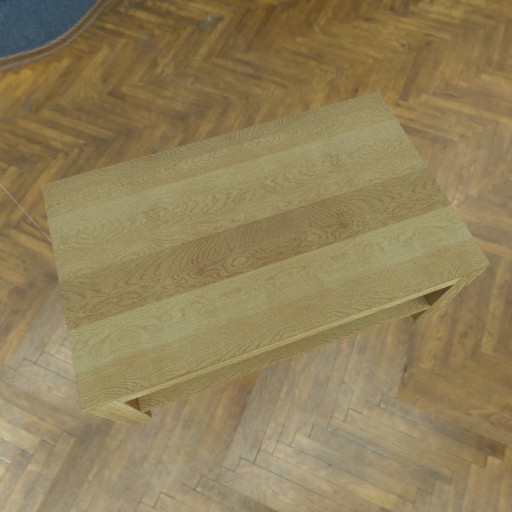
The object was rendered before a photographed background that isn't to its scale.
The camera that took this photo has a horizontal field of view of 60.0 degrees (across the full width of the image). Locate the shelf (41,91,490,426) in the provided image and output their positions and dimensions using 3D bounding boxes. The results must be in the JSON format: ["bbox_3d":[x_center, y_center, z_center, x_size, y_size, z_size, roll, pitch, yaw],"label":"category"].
[{"bbox_3d":[0.000,0.000,1.505,1.150,0.450,0.700,-18,66,-8],"label":"shelf"}]
